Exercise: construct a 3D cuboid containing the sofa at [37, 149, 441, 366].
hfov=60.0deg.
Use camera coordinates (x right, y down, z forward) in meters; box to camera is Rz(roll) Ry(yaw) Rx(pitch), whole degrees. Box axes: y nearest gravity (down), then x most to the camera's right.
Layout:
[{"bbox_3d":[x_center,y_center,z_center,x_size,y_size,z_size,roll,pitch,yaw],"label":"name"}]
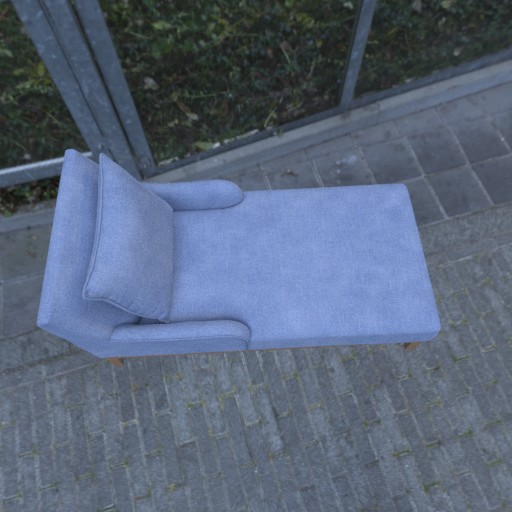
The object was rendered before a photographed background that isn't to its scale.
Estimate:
[{"bbox_3d":[0.000,0.000,2.284,1.779,0.883,0.904,-3,64,-1],"label":"sofa"}]
